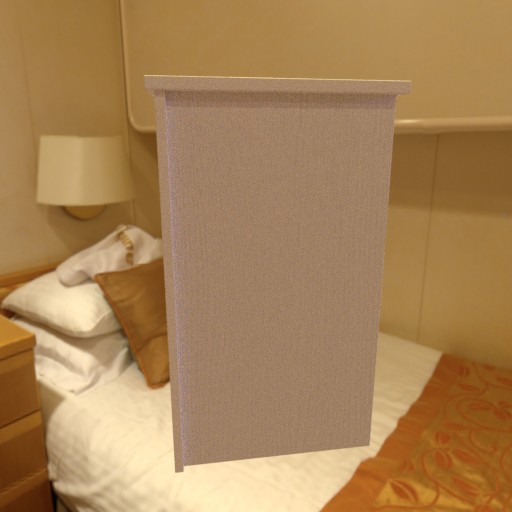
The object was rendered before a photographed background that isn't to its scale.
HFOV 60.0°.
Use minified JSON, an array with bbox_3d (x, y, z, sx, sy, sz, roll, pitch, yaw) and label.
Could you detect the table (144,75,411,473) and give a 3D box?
[{"bbox_3d":[0.000,0.000,0.924,0.381,0.635,0.480,-2,15,-9],"label":"table"}]
